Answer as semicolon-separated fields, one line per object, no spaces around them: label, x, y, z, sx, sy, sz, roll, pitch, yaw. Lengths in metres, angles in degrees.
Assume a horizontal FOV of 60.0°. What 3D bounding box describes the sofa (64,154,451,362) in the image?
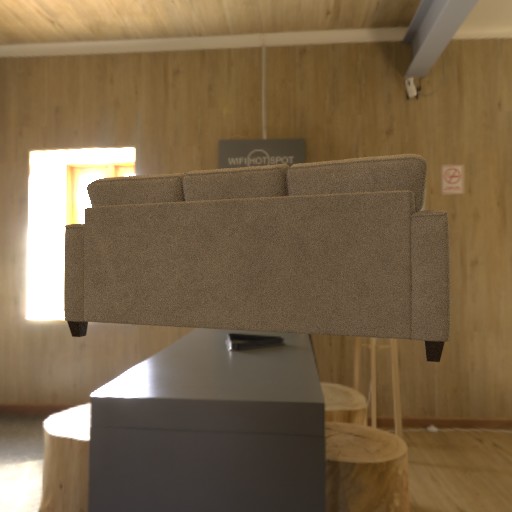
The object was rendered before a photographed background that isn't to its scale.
sofa;0.000;0.000;2.709;2.133;0.965;0.939;0;-1;20
